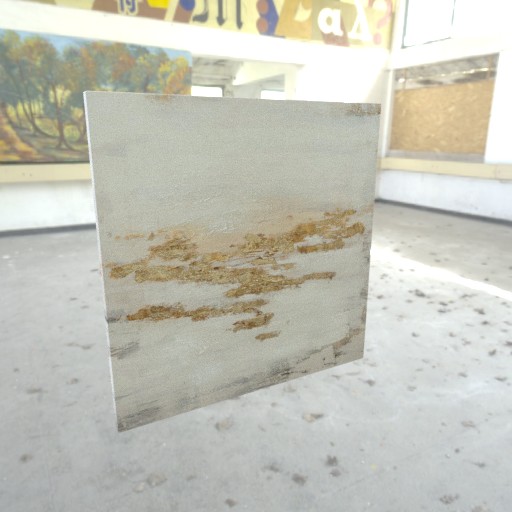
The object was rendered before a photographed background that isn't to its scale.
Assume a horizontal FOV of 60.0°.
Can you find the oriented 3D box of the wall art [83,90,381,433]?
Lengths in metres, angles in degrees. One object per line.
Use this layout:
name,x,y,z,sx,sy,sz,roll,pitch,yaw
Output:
wall art,0.000,0.000,1.518,1.015,1.018,0.040,-8,17,-28
